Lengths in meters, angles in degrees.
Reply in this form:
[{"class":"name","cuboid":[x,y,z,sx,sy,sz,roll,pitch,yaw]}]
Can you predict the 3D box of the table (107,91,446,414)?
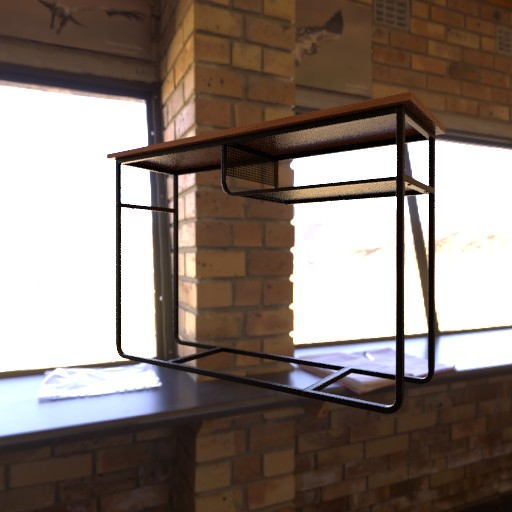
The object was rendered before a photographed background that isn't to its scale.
[{"class":"table","cuboid":[0.000,0.000,1.463,1.100,0.750,0.350,0,0,35]}]
